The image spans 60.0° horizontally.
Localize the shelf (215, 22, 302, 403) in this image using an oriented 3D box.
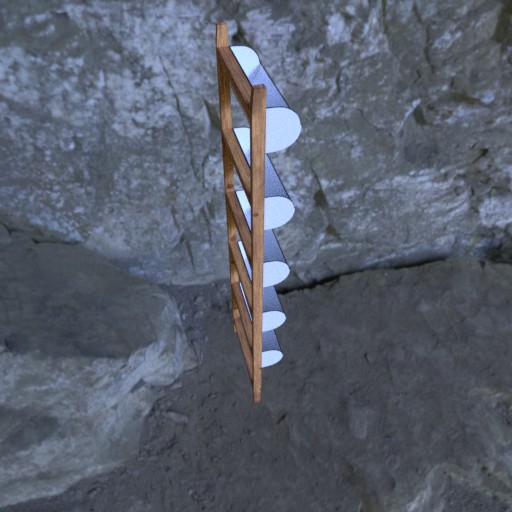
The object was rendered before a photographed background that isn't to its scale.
[{"bbox_3d":[0.000,0.000,1.769,0.141,1.600,0.454,-11,47,-10],"label":"shelf"}]
